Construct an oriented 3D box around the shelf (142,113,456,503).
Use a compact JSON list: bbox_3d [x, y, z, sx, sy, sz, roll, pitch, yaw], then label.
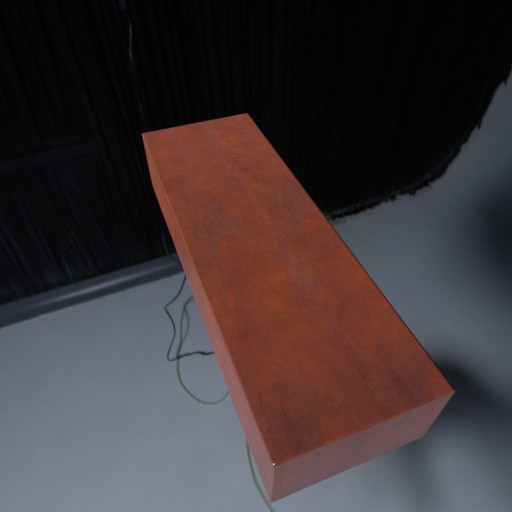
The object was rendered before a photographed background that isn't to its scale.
[{"bbox_3d":[0.000,0.000,0.501,0.152,0.088,0.457,-16,48,-14],"label":"shelf"}]
